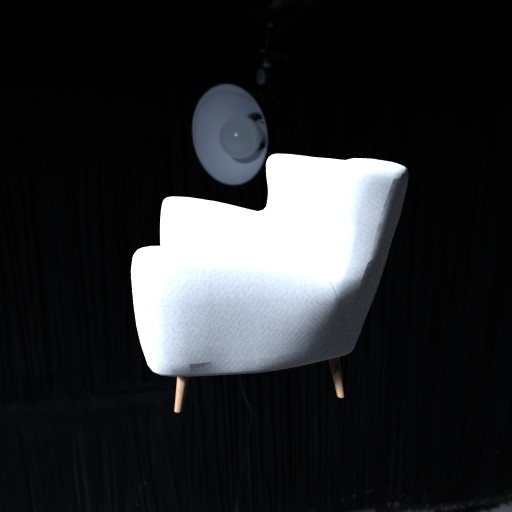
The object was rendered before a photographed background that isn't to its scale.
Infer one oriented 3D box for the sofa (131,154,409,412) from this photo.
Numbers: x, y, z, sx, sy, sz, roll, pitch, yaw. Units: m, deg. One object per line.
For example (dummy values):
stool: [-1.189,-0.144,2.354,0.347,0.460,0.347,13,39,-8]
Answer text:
sofa: [0.000,0.000,1.988,0.921,0.878,1.424,-2,14,-8]
